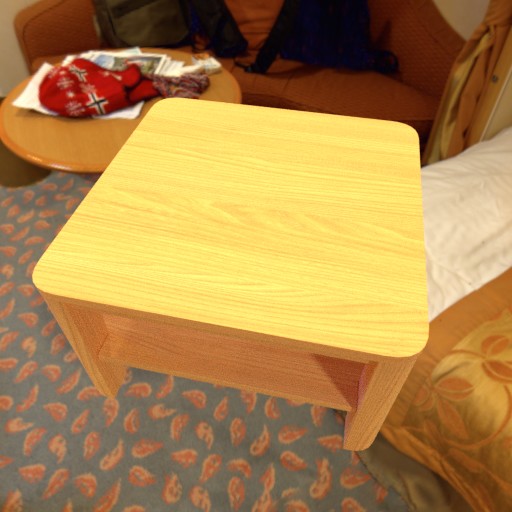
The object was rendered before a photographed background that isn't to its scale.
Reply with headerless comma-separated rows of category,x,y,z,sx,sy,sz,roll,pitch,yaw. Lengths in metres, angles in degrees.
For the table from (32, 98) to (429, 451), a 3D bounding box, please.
table,0.000,0.000,1.192,0.750,0.450,0.750,9,48,8
